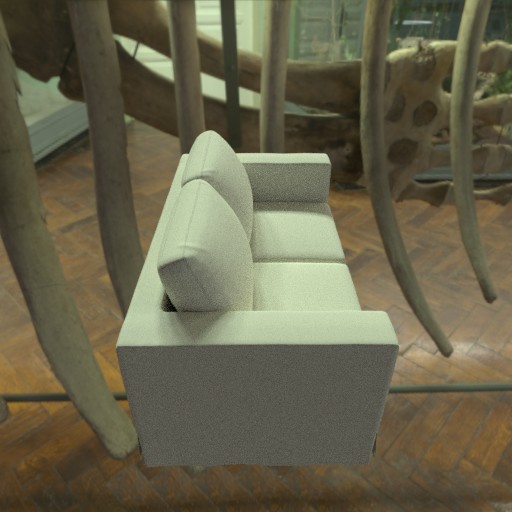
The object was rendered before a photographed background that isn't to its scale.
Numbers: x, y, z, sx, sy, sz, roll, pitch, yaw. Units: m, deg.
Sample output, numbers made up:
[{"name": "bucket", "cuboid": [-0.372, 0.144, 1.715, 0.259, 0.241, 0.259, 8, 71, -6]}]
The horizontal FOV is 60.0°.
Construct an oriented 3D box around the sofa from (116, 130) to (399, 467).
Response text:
[{"name": "sofa", "cuboid": [0.000, 0.000, 2.373, 1.009, 0.932, 1.813, 0, 34, 0]}]
